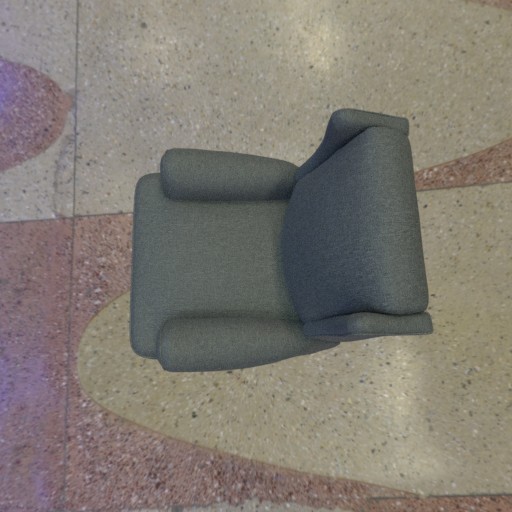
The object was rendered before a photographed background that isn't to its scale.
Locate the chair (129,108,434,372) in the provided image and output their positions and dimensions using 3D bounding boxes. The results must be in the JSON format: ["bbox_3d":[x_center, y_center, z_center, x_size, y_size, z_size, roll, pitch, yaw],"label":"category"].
[{"bbox_3d":[0.000,0.000,1.701,0.969,1.011,0.847,-2,77,0],"label":"chair"}]
